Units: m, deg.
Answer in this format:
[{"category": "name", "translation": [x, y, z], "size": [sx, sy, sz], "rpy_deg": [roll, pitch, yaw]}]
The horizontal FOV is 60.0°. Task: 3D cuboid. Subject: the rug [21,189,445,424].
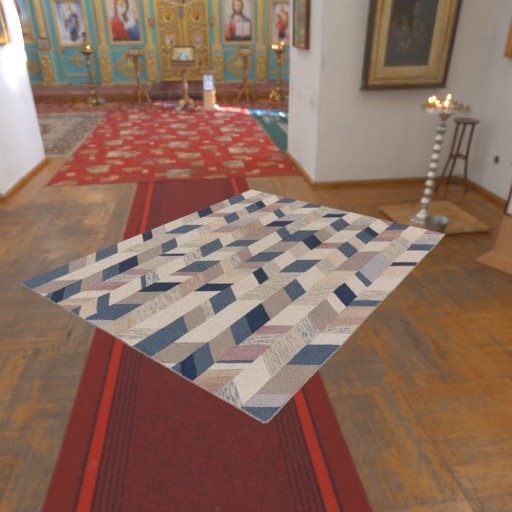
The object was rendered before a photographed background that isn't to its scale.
[{"category": "rug", "translation": [0.000, 0.000, 4.003], "size": [2.451, 0.011, 3.072], "rpy_deg": [18, 31, 33]}]
